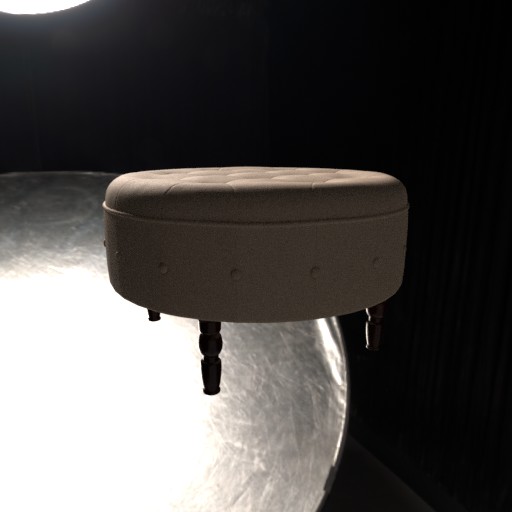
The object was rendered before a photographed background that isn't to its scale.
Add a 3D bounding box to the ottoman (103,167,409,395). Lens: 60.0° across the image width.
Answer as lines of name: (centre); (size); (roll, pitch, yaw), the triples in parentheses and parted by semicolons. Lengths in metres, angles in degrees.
ottoman: (0.000, 0.000, 1.331); (0.848, 0.494, 0.848); (0, 14, 0)
